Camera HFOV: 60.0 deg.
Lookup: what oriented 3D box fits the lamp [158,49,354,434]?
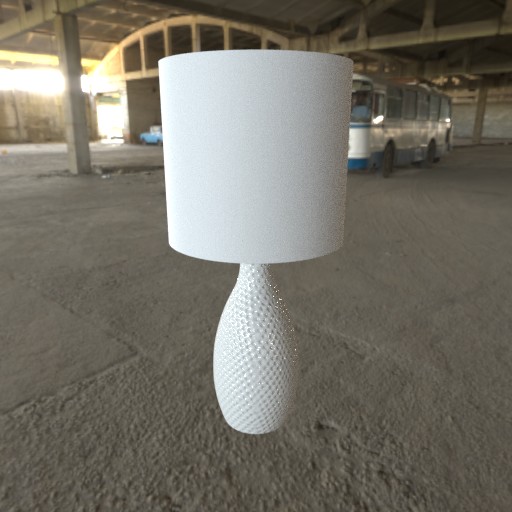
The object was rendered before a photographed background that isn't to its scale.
[{"bbox_3d":[0.000,0.000,0.563,0.214,0.466,0.214,16,23,42],"label":"lamp"}]
